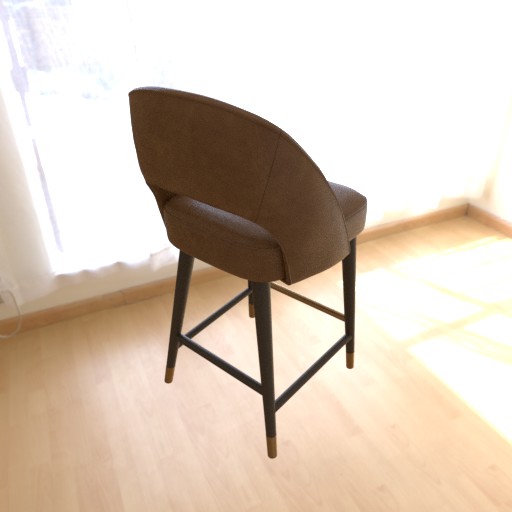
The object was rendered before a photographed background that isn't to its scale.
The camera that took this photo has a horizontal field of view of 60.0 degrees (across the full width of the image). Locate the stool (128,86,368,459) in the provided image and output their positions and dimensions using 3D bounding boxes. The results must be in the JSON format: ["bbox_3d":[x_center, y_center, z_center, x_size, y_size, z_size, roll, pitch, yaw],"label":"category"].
[{"bbox_3d":[0.000,0.000,1.216,0.494,0.940,0.509,23,38,33],"label":"stool"}]
